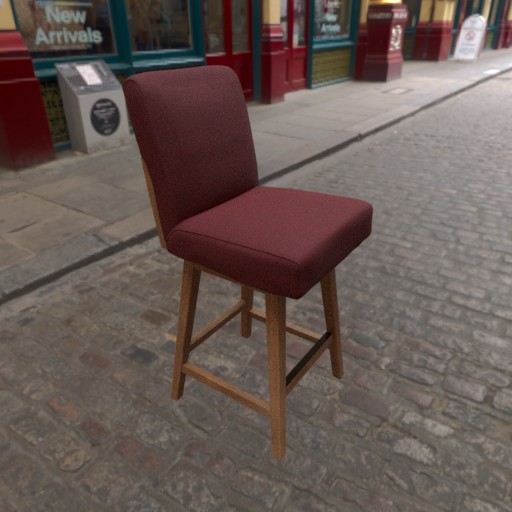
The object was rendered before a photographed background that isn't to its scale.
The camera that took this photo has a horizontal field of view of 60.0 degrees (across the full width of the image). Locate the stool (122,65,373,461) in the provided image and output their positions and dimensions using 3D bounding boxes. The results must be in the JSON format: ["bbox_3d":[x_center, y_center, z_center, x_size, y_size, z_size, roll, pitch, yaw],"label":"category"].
[{"bbox_3d":[0.000,0.000,1.355,0.562,1.038,0.468,18,32,30],"label":"stool"}]
